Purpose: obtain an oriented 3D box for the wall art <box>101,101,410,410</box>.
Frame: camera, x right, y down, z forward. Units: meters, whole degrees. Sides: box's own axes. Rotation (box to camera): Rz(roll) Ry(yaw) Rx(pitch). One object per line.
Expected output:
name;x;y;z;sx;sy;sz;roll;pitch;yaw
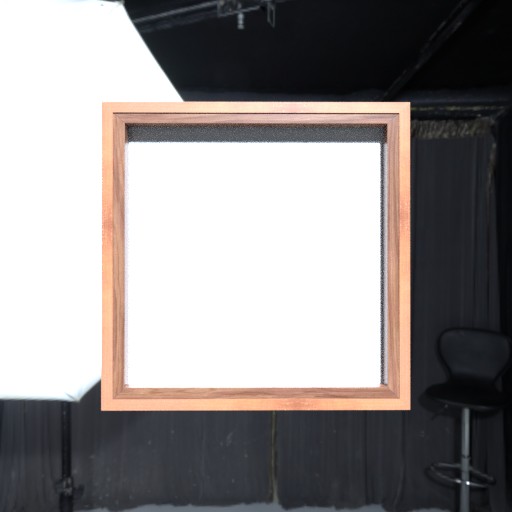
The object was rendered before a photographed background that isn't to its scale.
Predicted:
wall art;0.000;0.000;0.596;0.403;0.403;0.035;0;0;0
